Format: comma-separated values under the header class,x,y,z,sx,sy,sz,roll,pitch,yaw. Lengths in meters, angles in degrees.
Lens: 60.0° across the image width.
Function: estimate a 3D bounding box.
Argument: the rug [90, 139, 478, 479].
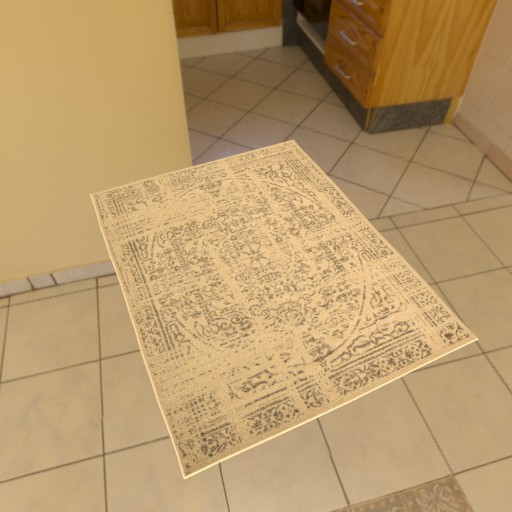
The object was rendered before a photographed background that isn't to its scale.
class,x,y,z,sx,sy,sz,roll,pitch,yaw
rug,0.000,0.000,3.854,2.311,0.032,2.921,-19,50,-17
